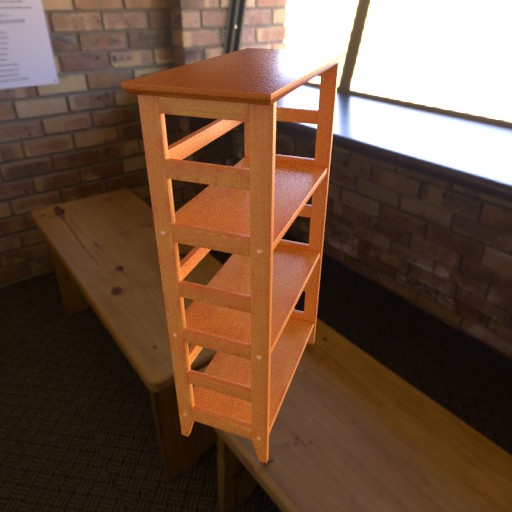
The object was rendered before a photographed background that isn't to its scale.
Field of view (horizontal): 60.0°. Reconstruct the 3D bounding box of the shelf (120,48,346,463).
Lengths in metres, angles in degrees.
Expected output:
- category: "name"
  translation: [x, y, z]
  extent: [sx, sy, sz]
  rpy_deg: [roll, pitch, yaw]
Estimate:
- category: "shelf"
  translation: [0.000, 0.000, 1.332]
  extent: [0.305, 1.067, 0.660]
  rpy_deg: [11, 32, 18]
